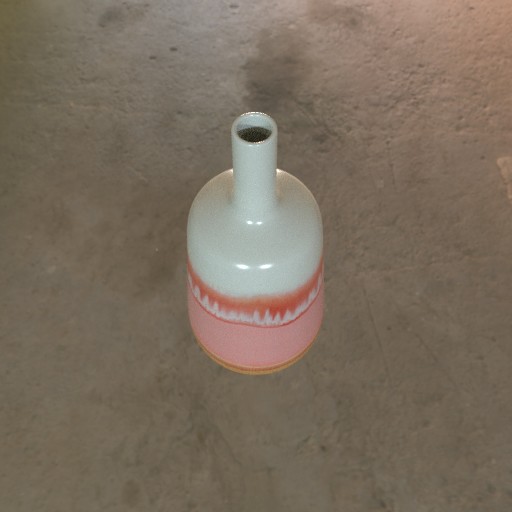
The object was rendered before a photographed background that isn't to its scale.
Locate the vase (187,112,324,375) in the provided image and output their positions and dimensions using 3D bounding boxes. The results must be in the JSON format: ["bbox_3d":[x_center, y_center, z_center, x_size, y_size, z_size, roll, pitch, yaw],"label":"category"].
[{"bbox_3d":[0.000,0.000,0.379,0.144,0.296,0.144,0,61,0],"label":"vase"}]
